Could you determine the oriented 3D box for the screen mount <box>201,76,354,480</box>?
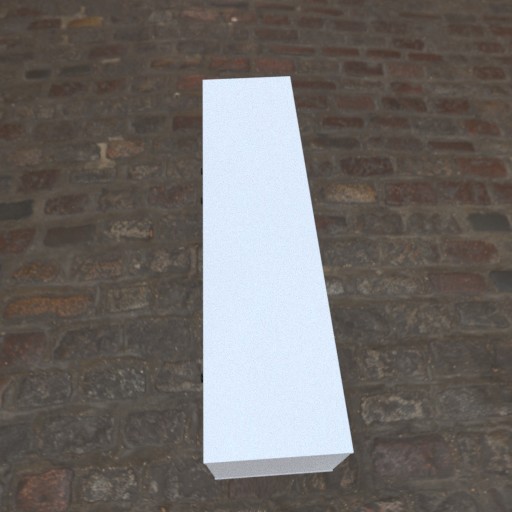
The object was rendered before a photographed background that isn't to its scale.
[{"bbox_3d":[0.000,0.000,1.821,0.418,0.520,1.600,-3,58,-2],"label":"screen mount"}]
